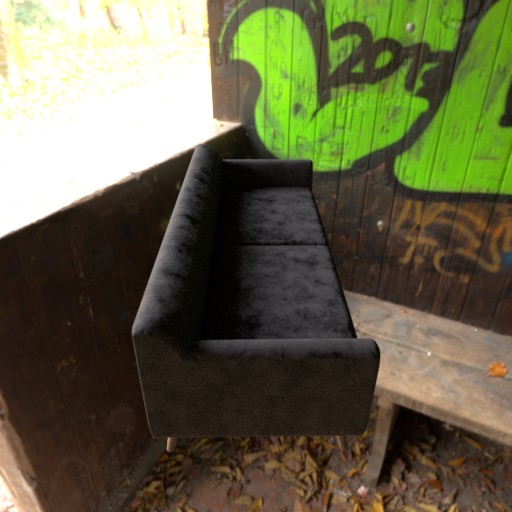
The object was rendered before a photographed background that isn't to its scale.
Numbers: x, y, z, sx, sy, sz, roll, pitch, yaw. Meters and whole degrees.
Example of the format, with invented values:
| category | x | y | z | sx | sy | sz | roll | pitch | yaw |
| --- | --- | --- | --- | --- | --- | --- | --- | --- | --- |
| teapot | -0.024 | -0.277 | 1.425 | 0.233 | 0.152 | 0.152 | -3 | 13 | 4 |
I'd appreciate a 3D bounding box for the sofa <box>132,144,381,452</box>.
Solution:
| category | x | y | z | sx | sy | sz | roll | pitch | yaw |
| --- | --- | --- | --- | --- | --- | --- | --- | --- | --- |
| sofa | 0.000 | 0.000 | 2.641 | 0.900 | 0.740 | 2.190 | 0 | 31 | 0 |
